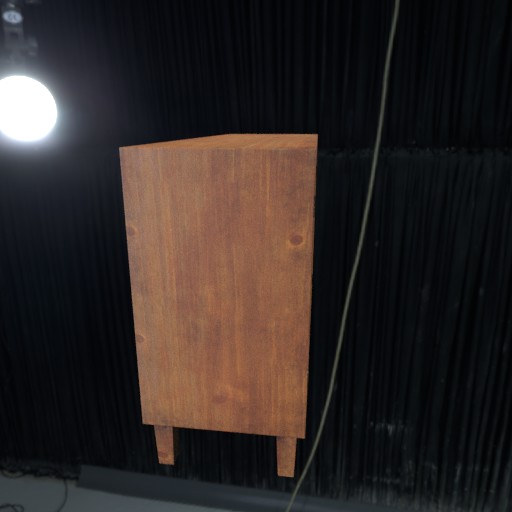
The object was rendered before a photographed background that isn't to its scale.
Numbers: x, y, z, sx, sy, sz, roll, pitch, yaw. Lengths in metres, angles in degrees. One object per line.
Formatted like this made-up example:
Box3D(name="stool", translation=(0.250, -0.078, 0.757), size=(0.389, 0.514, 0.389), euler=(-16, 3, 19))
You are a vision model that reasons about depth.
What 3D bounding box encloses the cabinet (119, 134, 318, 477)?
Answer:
Box3D(name="cabinet", translation=(0.000, 0.000, 1.570), size=(0.403, 0.805, 1.204), euler=(2, 17, 7))
